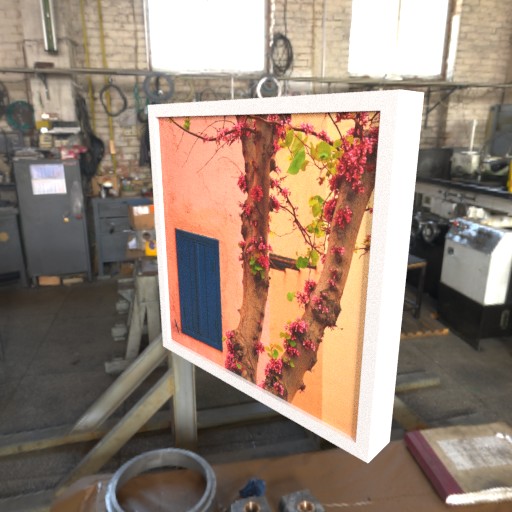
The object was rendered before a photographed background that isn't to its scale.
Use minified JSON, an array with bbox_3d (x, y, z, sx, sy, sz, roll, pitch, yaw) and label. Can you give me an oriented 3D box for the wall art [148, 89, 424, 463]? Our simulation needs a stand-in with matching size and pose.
[{"bbox_3d":[0.000,0.000,0.454,0.305,0.302,0.038,15,22,42],"label":"wall art"}]
